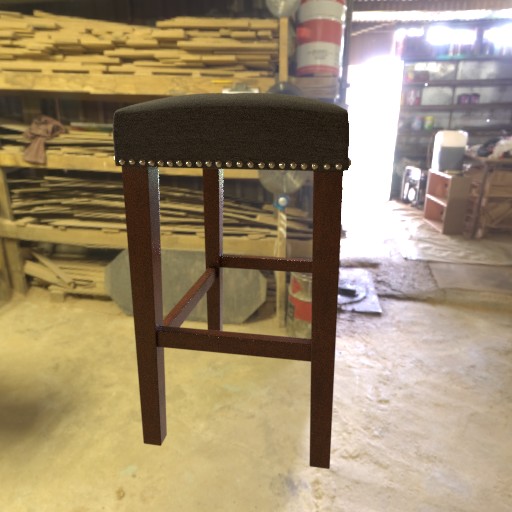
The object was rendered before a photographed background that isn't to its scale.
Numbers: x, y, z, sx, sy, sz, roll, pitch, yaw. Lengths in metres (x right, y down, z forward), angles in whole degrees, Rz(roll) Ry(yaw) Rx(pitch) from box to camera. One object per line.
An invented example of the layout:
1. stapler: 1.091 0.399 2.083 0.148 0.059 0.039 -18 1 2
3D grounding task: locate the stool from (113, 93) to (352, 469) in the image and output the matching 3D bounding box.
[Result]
1. stool: 0.000 0.000 0.969 0.372 0.654 0.504 3 18 10
